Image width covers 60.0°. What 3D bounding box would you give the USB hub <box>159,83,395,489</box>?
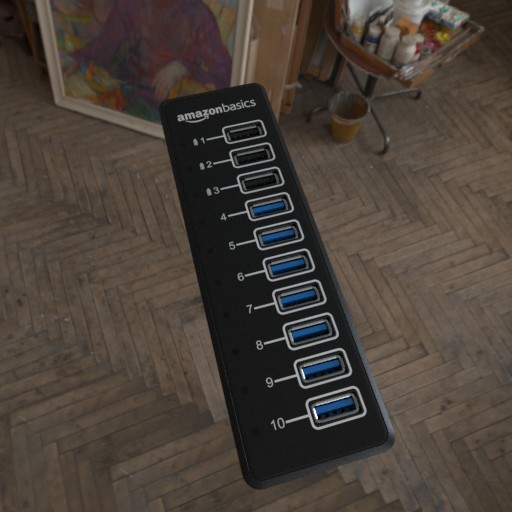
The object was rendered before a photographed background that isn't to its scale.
[{"bbox_3d":[0.000,0.000,0.161,0.044,0.023,0.145,-14,65,-7],"label":"USB hub"}]
